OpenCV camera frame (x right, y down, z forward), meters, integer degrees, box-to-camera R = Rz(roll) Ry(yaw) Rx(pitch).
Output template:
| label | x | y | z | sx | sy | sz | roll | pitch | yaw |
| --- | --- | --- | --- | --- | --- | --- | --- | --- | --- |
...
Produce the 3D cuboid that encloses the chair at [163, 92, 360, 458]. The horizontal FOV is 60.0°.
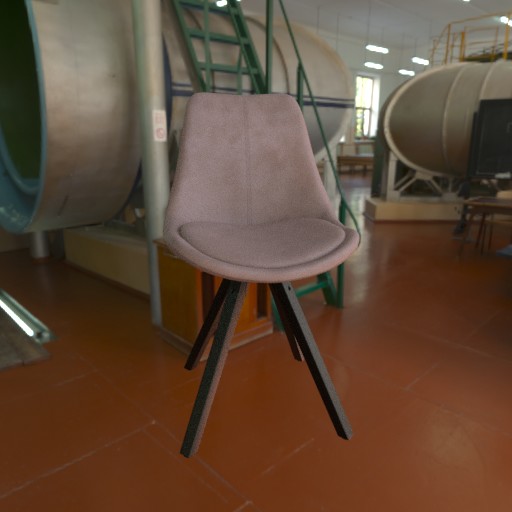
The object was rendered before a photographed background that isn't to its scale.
| label | x | y | z | sx | sy | sz | roll | pitch | yaw |
| --- | --- | --- | --- | --- | --- | --- | --- | --- | --- |
| chair | 0.000 | 0.000 | 1.189 | 0.483 | 0.865 | 0.547 | -2 | 16 | -9 |
